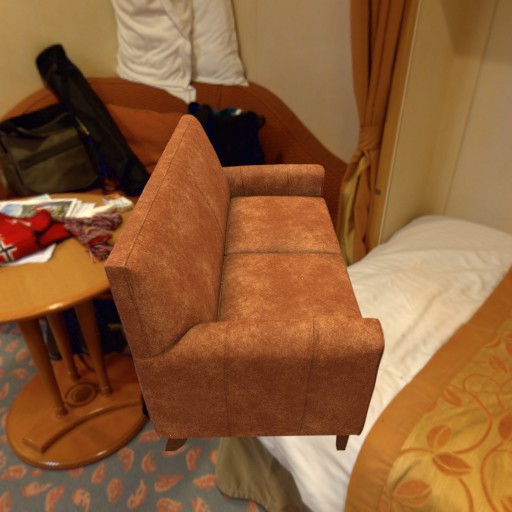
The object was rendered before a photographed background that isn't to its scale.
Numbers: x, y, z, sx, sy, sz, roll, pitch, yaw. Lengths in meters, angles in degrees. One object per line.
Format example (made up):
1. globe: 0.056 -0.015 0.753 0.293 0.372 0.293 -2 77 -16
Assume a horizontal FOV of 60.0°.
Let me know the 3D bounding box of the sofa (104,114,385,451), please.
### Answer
1. sofa: 0.000 0.000 1.973 0.787 0.871 1.473 0 32 0
